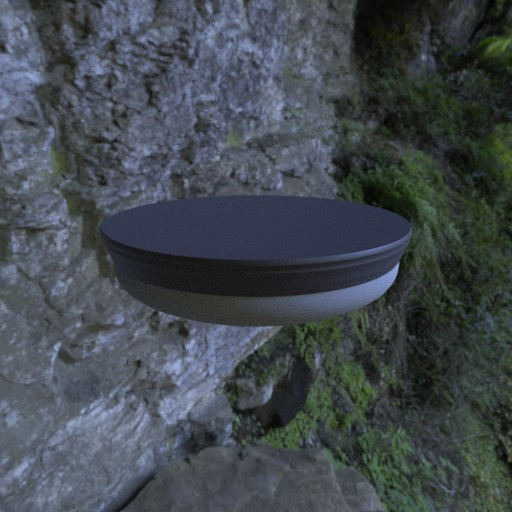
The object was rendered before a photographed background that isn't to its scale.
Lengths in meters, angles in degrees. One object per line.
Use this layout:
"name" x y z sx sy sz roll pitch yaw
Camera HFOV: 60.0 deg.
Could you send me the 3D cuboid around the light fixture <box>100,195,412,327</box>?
"light fixture" 0.000 0.000 0.564 0.368 0.100 0.368 0 16 0
